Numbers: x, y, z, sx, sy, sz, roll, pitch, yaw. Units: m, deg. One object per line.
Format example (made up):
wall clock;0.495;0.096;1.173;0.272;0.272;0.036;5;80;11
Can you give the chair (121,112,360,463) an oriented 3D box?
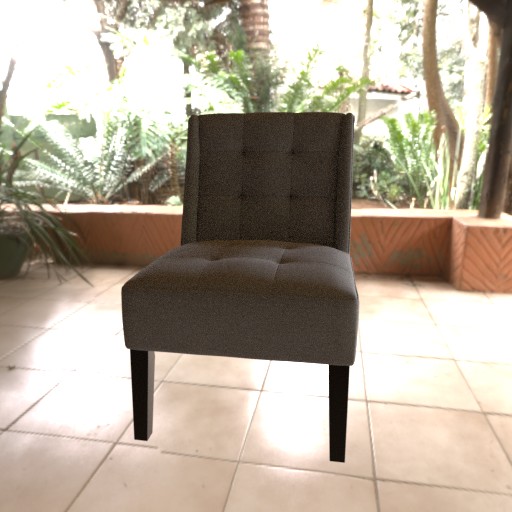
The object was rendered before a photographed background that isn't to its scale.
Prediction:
chair;0.000;0.000;1.317;0.569;0.853;0.676;2;14;9
